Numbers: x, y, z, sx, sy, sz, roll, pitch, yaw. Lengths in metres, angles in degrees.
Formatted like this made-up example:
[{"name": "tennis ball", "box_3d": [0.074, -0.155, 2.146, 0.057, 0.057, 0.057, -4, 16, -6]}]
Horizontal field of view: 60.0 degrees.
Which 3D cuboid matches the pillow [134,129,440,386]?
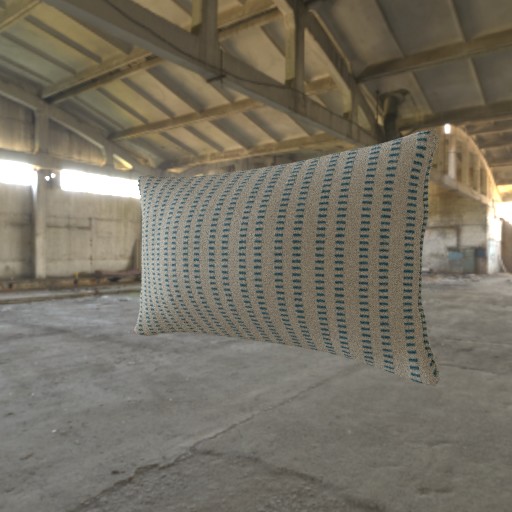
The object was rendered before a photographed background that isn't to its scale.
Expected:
[{"name": "pillow", "box_3d": [0.000, 0.000, 0.801, 0.640, 0.353, 0.210, 0, 0, 36]}]
